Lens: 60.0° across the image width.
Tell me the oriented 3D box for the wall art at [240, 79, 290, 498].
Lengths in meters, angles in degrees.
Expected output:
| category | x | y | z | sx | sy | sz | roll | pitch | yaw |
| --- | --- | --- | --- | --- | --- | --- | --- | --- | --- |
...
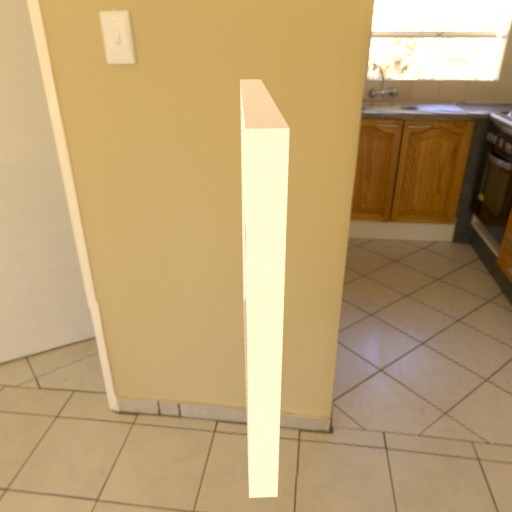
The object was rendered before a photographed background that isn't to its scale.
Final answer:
| category | x | y | z | sx | sy | sz | roll | pitch | yaw |
| --- | --- | --- | --- | --- | --- | --- | --- | --- | --- |
| wall art | 0.000 | 0.000 | 0.443 | 0.024 | 0.304 | 0.304 | -1 | 26 | -2 |
